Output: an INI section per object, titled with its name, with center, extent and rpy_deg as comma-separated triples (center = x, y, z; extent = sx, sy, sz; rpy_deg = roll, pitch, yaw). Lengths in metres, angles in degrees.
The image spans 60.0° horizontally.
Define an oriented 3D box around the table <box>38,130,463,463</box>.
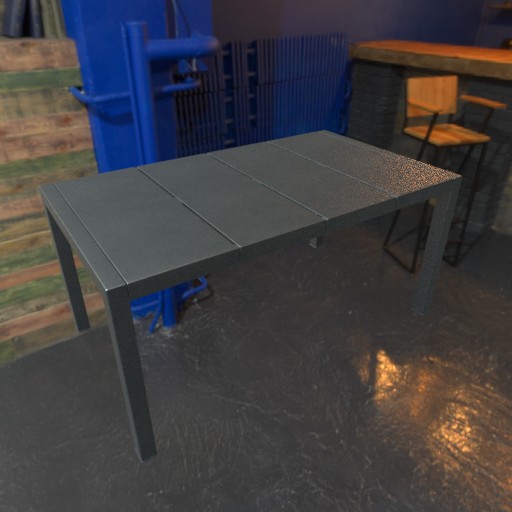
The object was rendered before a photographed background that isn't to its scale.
[table]
center = 0.000, 0.000, 1.276
extent = 0.965, 0.460, 0.559
rpy_deg = -19, 35, -28
